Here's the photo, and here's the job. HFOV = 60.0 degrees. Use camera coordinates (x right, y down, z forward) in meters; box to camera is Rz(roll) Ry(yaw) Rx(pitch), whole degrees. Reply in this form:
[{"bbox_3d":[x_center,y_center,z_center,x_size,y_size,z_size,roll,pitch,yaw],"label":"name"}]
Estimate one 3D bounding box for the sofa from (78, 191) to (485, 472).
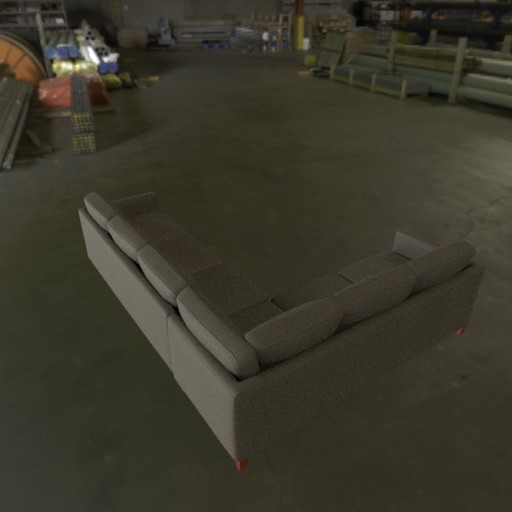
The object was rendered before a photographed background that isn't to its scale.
[{"bbox_3d":[0.000,0.000,4.451,2.593,0.947,3.302,-19,35,-29],"label":"sofa"}]
